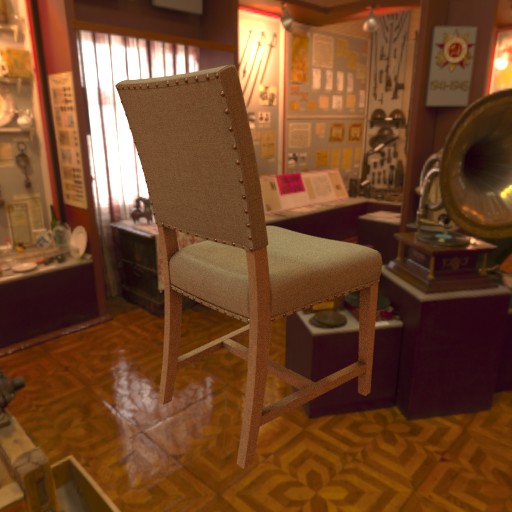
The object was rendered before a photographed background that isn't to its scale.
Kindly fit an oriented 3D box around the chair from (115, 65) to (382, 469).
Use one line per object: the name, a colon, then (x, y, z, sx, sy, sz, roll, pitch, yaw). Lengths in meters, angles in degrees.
chair: (0.000, 0.000, 1.337, 0.622, 0.986, 0.508, -15, 22, -42)
